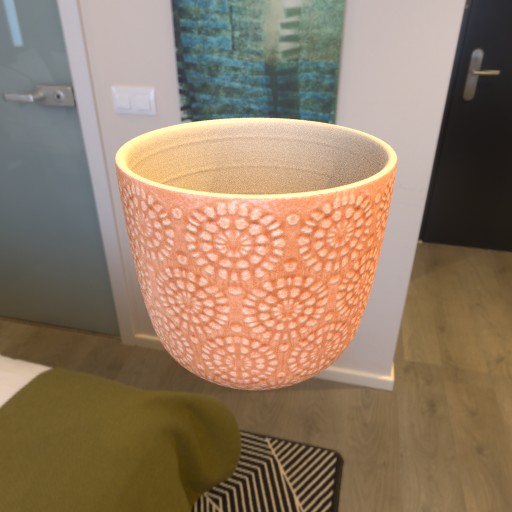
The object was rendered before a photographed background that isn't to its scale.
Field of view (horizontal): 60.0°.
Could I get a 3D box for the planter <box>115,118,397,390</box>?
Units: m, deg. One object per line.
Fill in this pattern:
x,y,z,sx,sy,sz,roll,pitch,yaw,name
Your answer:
0.000,0.000,0.383,0.208,0.190,0.208,0,29,0,planter
